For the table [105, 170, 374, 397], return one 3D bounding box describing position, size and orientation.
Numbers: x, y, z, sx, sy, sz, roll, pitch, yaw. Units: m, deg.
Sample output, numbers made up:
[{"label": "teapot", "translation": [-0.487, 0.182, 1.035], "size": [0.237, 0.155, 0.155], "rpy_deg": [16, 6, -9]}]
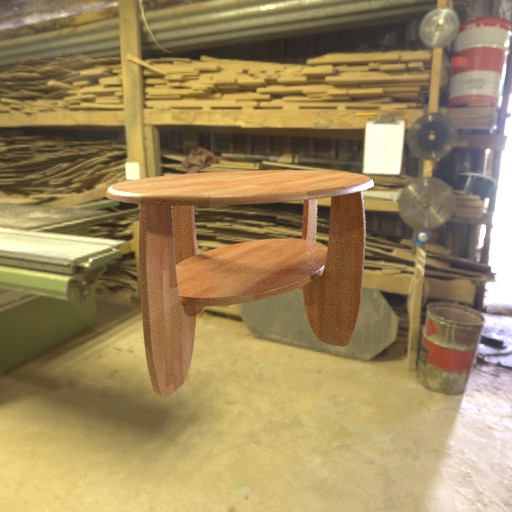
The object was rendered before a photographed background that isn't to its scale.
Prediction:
[{"label": "table", "translation": [0.000, 0.000, 1.420], "size": [0.690, 0.490, 1.040], "rpy_deg": [7, 16, 27]}]
